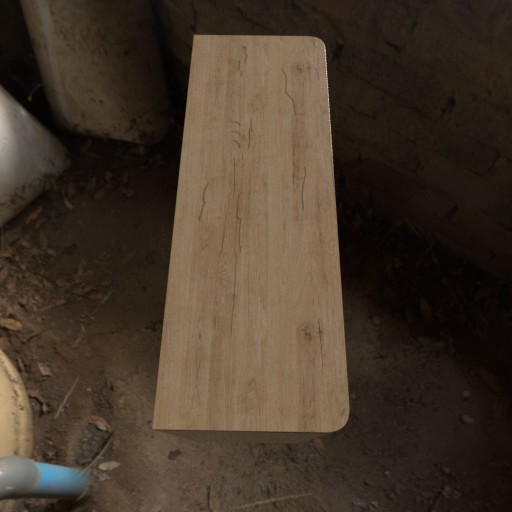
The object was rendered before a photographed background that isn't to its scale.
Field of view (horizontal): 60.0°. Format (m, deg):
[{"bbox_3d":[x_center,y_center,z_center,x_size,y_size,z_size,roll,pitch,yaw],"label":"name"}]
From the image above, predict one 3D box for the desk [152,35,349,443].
[{"bbox_3d":[0.000,0.000,1.442,0.390,0.760,1.100,1,66,0],"label":"desk"}]
